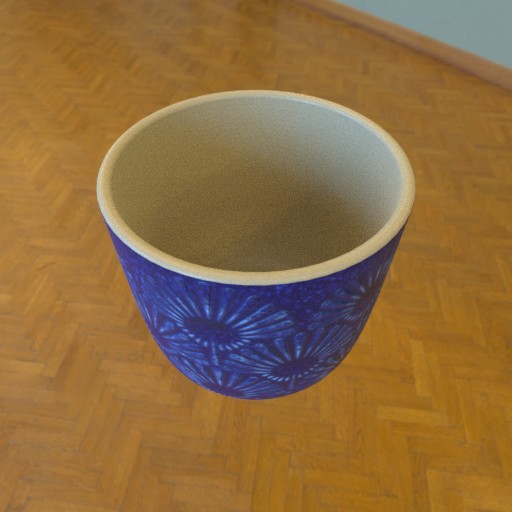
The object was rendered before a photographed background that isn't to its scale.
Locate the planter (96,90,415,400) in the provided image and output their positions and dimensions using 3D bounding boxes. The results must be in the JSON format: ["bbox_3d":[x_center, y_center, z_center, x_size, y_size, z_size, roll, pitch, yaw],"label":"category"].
[{"bbox_3d":[0.000,0.000,0.216,0.124,0.109,0.124,0,47,0],"label":"planter"}]
